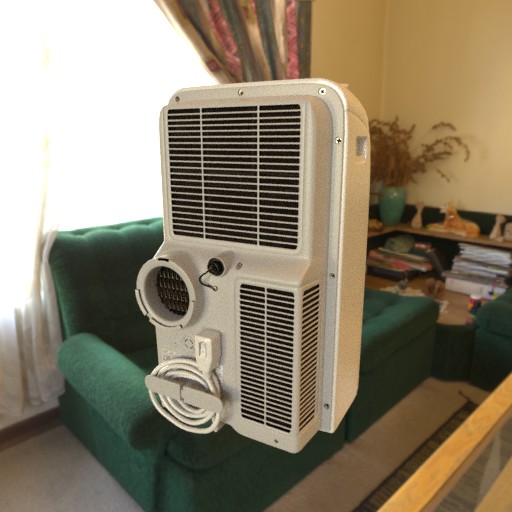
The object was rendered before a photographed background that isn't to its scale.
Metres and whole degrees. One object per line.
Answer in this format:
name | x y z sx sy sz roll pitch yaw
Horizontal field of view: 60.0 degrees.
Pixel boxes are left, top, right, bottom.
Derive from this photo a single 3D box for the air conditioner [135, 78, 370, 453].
air conditioner | 0.000 0.000 1.051 0.449 0.786 0.414 8 17 28
